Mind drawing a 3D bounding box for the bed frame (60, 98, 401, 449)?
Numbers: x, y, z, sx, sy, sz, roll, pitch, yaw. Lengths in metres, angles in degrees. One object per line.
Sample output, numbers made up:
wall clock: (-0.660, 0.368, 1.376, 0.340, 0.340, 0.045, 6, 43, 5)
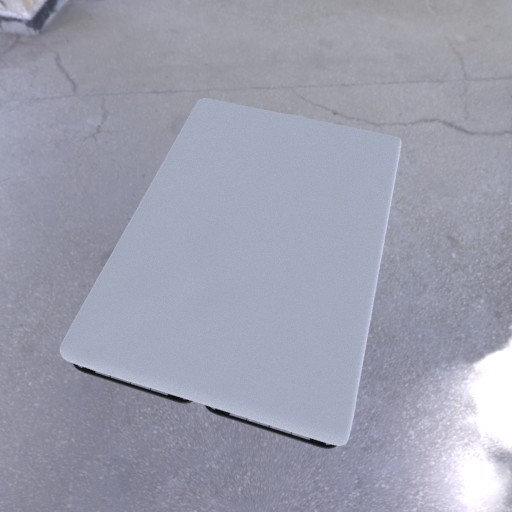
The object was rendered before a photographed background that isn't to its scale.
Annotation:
bed frame: (0.000, 0.000, 2.640, 1.372, 0.637, 1.905, 14, 59, 9)
